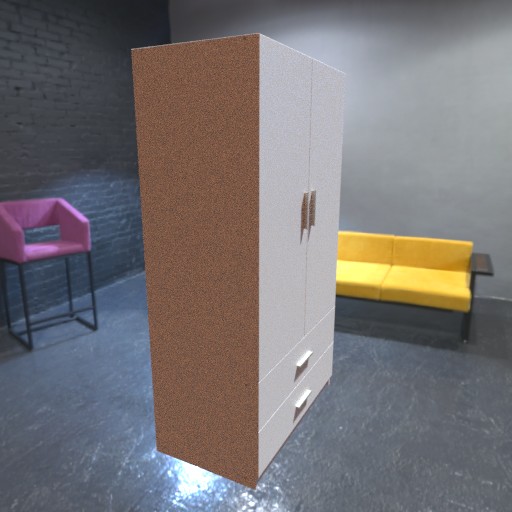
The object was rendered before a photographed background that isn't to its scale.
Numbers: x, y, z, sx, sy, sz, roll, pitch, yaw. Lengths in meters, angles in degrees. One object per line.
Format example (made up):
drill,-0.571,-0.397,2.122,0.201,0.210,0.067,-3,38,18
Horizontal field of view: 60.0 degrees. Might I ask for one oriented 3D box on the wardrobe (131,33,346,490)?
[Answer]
wardrobe,0.000,0.000,2.235,0.577,1.808,0.991,7,16,27
